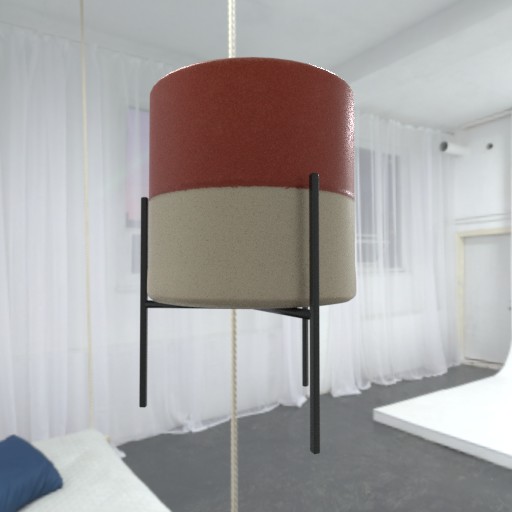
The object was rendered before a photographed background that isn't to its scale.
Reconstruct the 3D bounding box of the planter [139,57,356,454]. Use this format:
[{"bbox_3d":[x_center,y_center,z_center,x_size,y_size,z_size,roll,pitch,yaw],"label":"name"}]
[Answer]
[{"bbox_3d":[0.000,0.000,0.518,0.235,0.354,0.251,-1,-2,35],"label":"planter"}]
